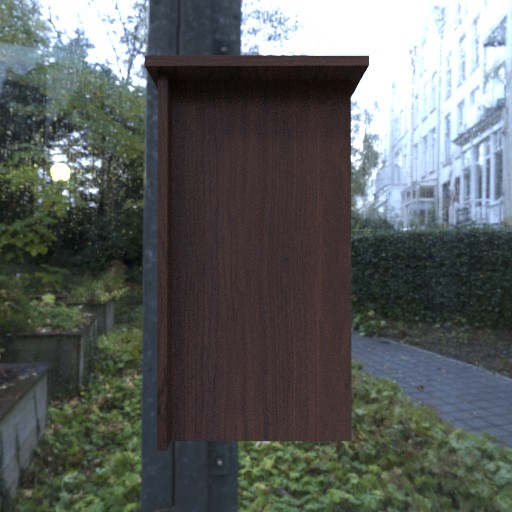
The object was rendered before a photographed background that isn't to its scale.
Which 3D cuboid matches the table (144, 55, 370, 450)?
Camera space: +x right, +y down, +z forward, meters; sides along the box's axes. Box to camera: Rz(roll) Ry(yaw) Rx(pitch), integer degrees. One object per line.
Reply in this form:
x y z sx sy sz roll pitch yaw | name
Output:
0.000 0.000 1.082 0.406 0.711 0.589 0 -1 0 | table
